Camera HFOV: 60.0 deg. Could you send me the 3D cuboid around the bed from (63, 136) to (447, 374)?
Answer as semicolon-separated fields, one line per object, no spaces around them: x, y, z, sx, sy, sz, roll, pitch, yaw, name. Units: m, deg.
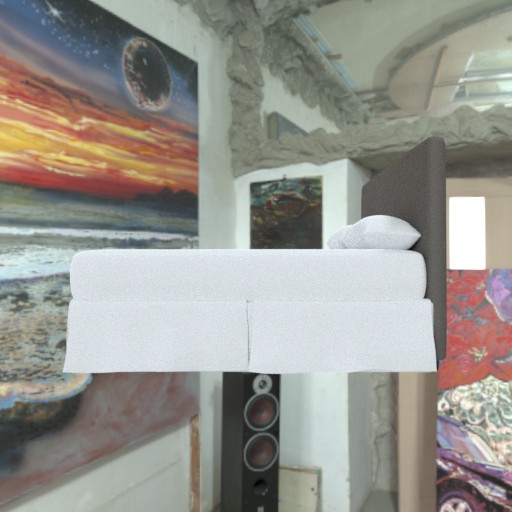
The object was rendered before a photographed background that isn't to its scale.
0.000;0.000;3.229;2.142;1.330;1.723;0;-1;1;bed
